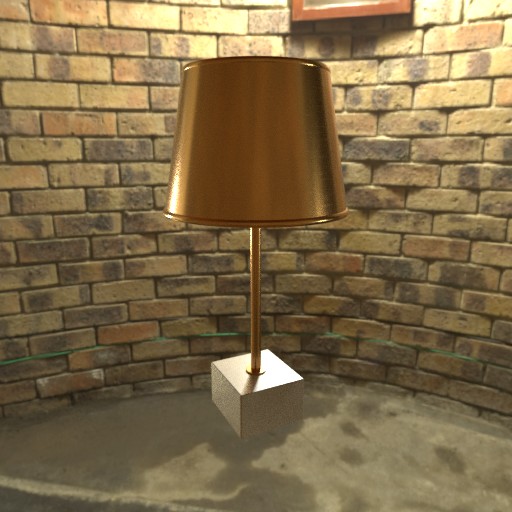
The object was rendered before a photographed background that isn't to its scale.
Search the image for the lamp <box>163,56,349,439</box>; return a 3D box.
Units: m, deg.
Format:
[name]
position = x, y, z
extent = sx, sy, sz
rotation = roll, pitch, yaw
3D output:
[lamp]
position = 0.000, 0.000, 0.519
extent = 0.208, 0.406, 0.208
rotation = 0, 14, 0
